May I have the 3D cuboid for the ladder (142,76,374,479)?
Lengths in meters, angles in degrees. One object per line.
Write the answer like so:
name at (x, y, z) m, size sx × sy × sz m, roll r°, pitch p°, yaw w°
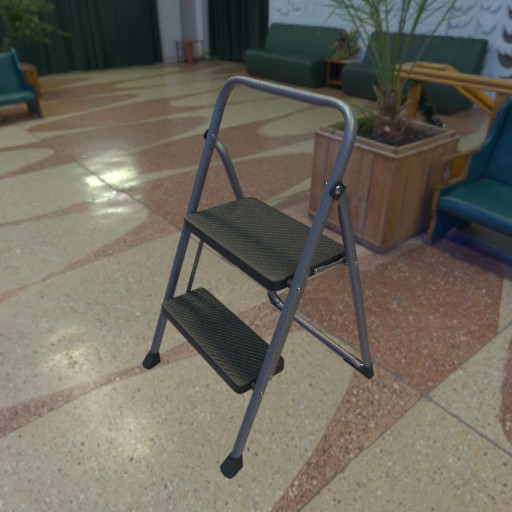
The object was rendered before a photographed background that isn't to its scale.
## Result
ladder at (0.000, 0.000, 1.006) m, size 0.472 × 0.720 × 0.430 m, roll -21°, pitch 37°, yaw -31°
